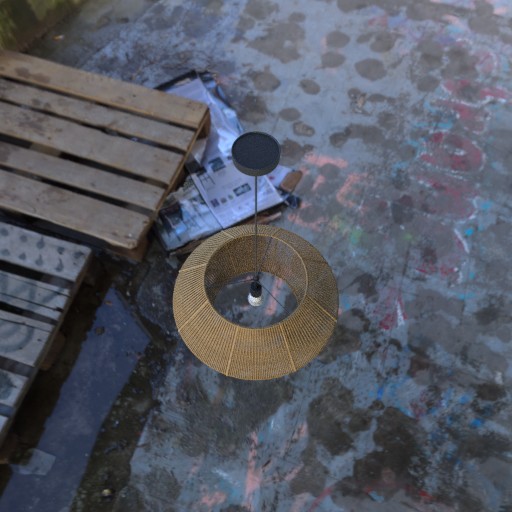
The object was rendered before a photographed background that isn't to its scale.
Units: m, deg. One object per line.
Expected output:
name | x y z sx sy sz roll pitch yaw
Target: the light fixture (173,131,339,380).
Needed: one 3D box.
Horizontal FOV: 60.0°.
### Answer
light fixture | 0.000 0.000 1.407 0.643 1.009 0.643 0 63 0
